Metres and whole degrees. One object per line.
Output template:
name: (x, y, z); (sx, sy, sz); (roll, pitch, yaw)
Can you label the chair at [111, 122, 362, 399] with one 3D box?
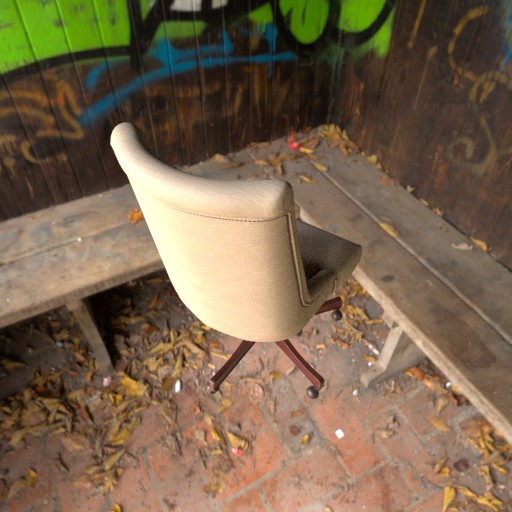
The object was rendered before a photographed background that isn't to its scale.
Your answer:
chair: (0.000, 0.000, 1.418); (0.645, 1.010, 0.696); (25, 51, 22)
